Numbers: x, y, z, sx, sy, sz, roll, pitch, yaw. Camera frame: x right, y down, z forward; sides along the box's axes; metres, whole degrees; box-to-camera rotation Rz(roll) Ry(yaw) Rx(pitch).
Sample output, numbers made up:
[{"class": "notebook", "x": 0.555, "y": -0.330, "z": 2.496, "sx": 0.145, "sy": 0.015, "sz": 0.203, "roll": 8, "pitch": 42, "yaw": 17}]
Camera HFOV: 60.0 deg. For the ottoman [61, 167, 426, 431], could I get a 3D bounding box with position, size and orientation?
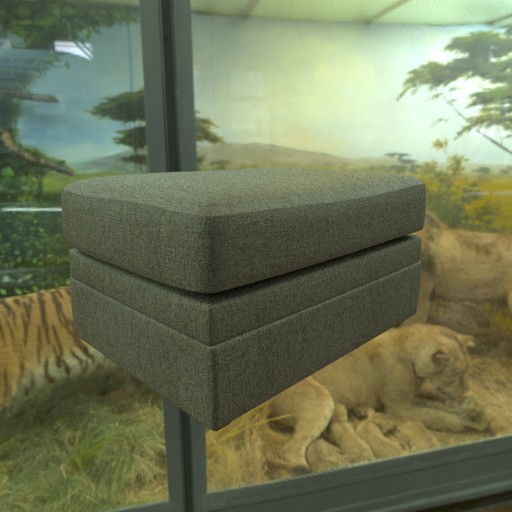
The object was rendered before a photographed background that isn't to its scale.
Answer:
[{"class": "ottoman", "x": 0.000, "y": 0.000, "z": 1.275, "sx": 0.885, "sy": 0.478, "sz": 0.637, "roll": -14, "pitch": 20, "yaw": -43}]
